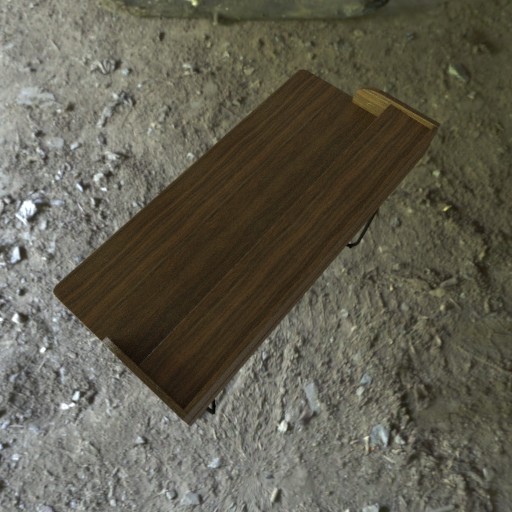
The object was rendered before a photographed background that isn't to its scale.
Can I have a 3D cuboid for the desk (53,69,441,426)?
[{"bbox_3d":[0.000,0.000,1.710,0.565,0.854,1.200,38,70,16],"label":"desk"}]
